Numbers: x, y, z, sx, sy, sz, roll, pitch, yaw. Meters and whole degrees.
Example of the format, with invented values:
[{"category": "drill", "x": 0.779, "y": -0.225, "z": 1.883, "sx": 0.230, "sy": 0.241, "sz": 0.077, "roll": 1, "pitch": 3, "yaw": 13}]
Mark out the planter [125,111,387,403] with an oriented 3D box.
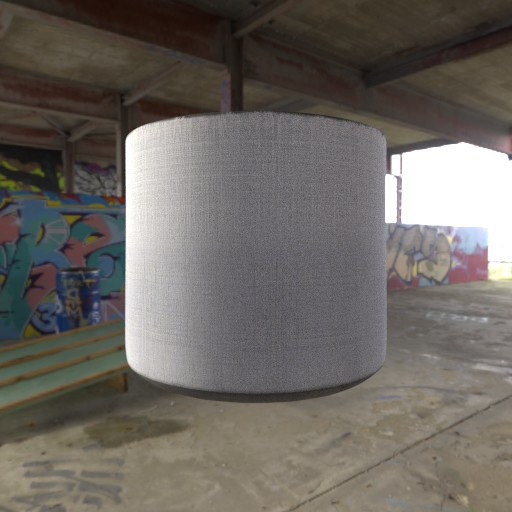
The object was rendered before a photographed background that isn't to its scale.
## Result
[{"category": "planter", "x": 0.000, "y": 0.000, "z": 0.446, "sx": 0.254, "sy": 0.221, "sz": 0.254, "roll": 0, "pitch": 2, "yaw": 0}]
